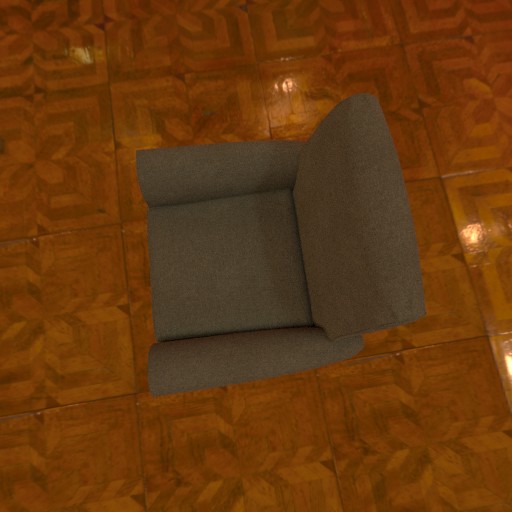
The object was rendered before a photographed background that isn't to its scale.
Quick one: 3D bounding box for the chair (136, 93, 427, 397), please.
[{"bbox_3d":[0.000,0.000,1.779,0.905,1.061,0.978,-7,75,-2],"label":"chair"}]
